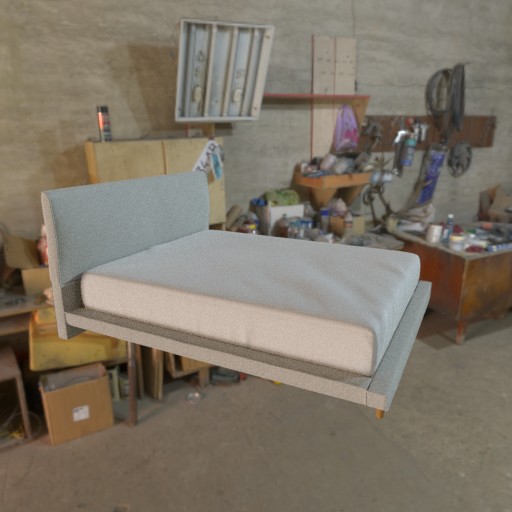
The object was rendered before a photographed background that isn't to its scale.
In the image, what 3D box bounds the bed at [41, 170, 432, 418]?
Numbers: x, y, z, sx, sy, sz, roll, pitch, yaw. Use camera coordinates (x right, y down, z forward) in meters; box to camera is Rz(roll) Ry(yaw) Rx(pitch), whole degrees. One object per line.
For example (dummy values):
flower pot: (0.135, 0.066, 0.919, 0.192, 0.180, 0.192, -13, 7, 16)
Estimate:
bed: (0.000, 0.000, 3.528, 2.498, 1.126, 1.980, 8, 18, 26)
